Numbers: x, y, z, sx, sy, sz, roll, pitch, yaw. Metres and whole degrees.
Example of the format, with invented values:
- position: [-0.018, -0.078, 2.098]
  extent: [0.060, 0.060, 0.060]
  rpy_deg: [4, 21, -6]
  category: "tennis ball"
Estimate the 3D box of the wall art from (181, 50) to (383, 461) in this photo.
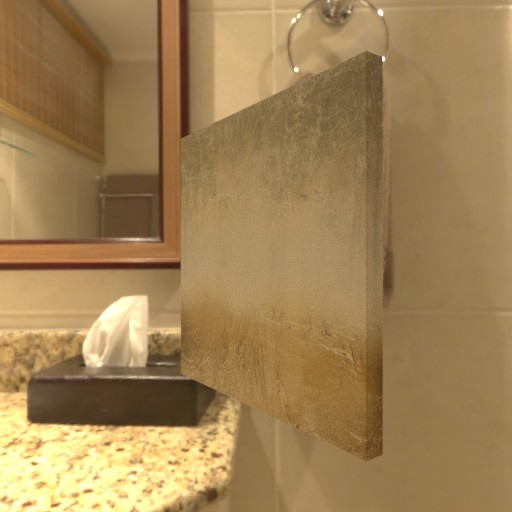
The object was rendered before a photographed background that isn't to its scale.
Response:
- position: [0.000, 0.000, 0.915]
  extent: [0.038, 0.610, 0.610]
  rpy_deg: [0, 0, -36]
  category: "wall art"
